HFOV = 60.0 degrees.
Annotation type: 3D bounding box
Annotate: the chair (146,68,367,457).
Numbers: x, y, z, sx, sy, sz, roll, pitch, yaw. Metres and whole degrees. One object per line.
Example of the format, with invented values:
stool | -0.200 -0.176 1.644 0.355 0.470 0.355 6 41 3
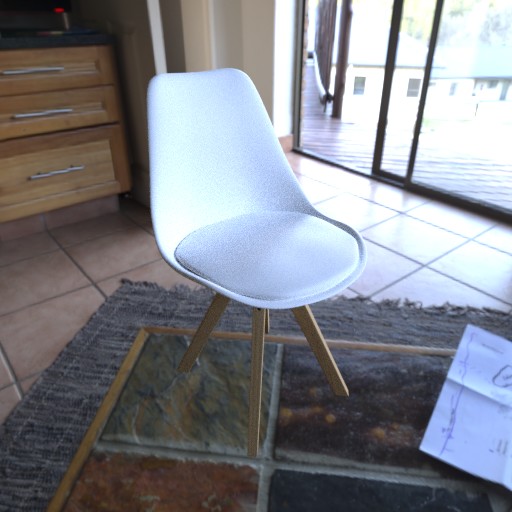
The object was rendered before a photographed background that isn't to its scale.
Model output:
chair | 0.000 0.000 1.154 0.485 0.849 0.550 -20 35 -32
